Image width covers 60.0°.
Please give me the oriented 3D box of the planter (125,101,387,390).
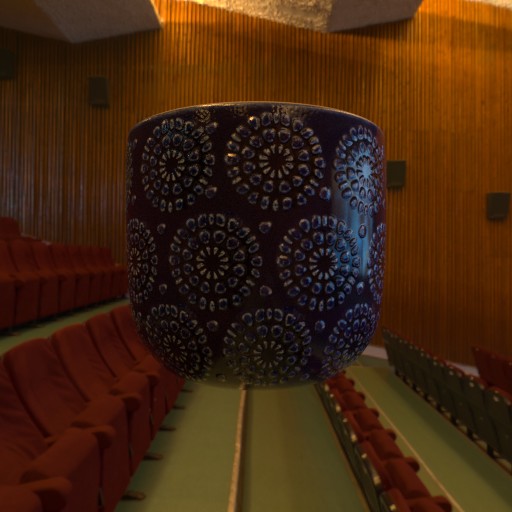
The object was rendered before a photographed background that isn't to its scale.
[{"bbox_3d":[0.000,0.000,0.293,0.165,0.149,0.165,0,0,0],"label":"planter"}]
